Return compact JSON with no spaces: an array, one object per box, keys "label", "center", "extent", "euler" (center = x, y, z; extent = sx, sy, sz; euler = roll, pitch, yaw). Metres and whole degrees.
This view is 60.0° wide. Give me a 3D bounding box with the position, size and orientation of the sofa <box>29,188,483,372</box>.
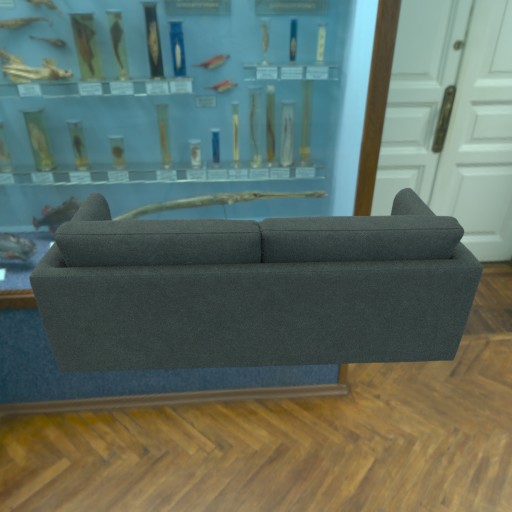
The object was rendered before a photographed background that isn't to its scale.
[{"label":"sofa","center":[0.000,0.000,2.734],"extent":[2.257,0.838,1.092],"euler":[-1,31,-2]}]
